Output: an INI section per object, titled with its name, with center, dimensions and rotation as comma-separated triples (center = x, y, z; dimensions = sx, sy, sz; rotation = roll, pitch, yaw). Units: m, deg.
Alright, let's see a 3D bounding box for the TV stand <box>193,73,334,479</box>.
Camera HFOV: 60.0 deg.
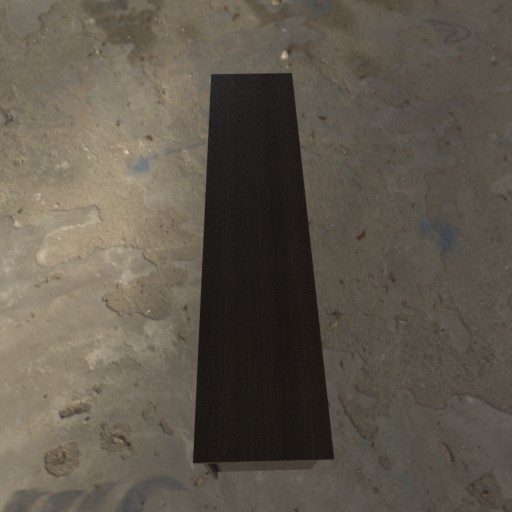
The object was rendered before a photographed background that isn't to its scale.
[TV stand]
center = 0.000, 0.000, 2.003
dimensions = 0.406, 0.610, 1.778
rotation = -1, 58, -1
